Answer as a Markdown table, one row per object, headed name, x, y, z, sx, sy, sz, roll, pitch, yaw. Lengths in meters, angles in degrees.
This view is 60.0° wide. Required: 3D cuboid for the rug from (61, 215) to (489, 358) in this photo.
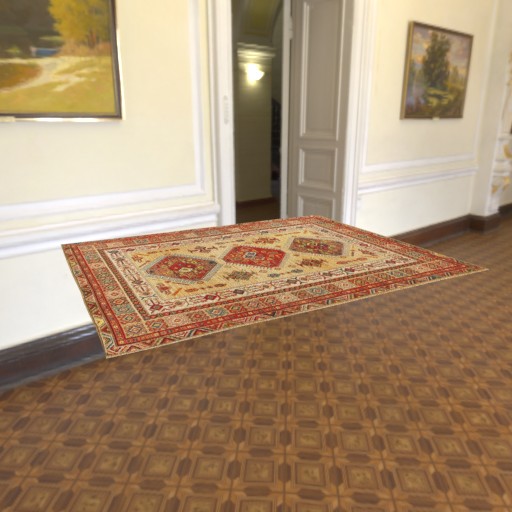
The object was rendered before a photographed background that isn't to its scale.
| name | x | y | z | sx | sy | sz | roll | pitch | yaw |
| --- | --- | --- | --- | --- | --- | --- | --- | --- | --- |
| rug | 0.000 | 0.000 | 4.014 | 3.067 | 0.005 | 2.460 | -9 | 19 | -26 |
